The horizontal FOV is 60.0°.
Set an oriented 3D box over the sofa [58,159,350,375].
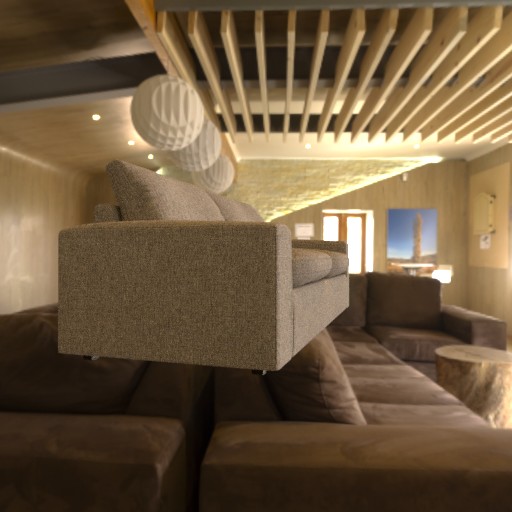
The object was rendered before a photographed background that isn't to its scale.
[{"bbox_3d":[0.000,0.000,2.827,1.040,0.922,2.299,0,0,18],"label":"sofa"}]
